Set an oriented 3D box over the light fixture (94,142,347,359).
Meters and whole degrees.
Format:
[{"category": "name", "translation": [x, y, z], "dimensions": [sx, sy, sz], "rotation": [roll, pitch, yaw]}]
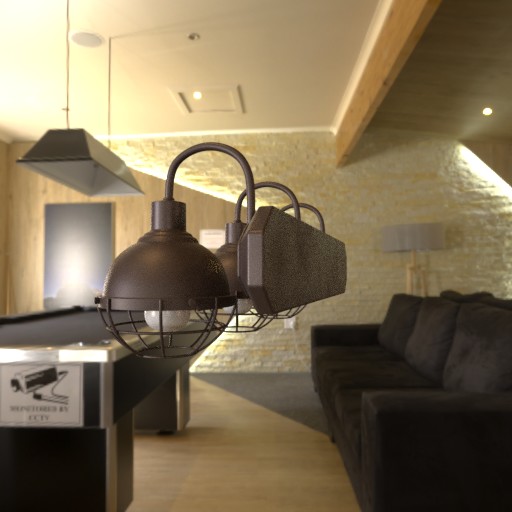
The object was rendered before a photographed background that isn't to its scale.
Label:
[{"category": "light fixture", "translation": [0.000, 0.000, 0.757], "dimensions": [0.229, 0.254, 0.634], "rotation": [-1, -3, 19]}]
